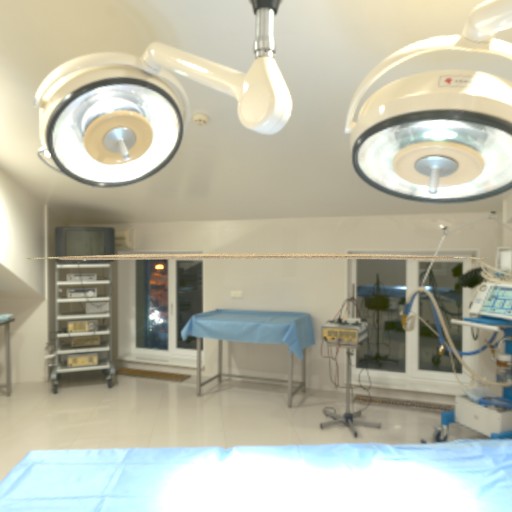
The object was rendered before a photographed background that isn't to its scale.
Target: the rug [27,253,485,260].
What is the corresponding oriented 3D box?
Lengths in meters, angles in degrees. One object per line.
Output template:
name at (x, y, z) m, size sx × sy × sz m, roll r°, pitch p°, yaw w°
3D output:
rug at (0.000, 0.000, 3.141) m, size 2.465 × 0.023 × 1.619 m, roll 0°, pitch 1°, yaw 0°
